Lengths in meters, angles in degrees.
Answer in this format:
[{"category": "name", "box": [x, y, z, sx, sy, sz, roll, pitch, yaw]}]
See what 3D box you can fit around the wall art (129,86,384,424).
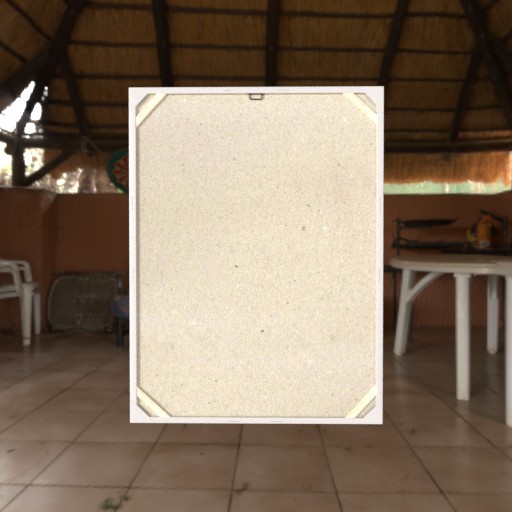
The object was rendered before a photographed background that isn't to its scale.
[{"category": "wall art", "box": [0.000, 0.000, 1.613, 0.914, 1.212, 0.038, 0, 1, 1]}]
